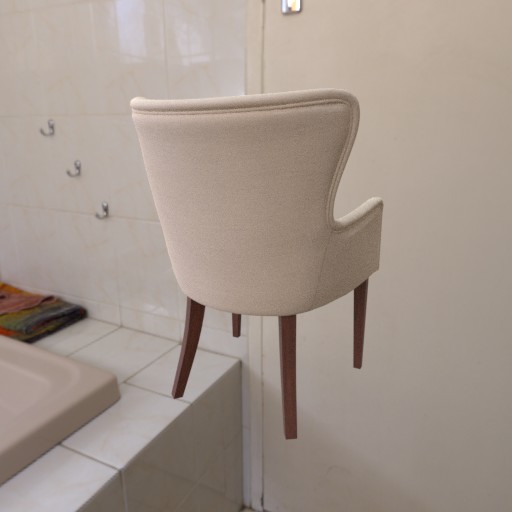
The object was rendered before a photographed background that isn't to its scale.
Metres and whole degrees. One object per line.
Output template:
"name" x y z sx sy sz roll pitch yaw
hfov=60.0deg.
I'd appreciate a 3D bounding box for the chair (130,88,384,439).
"chair" 0.000 0.000 1.465 0.696 0.990 0.744 9 18 28
